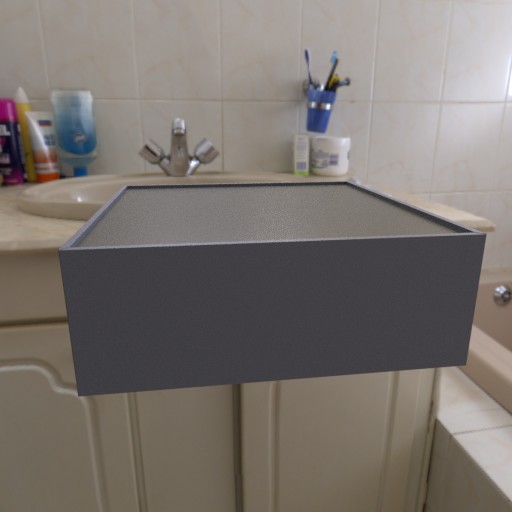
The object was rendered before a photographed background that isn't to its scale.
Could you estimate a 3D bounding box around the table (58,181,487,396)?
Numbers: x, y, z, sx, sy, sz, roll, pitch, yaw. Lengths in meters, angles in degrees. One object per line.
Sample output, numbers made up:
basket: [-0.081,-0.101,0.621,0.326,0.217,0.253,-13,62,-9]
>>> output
table: [0.000,0.000,1.238,0.801,0.299,0.801,-2,17,-8]
